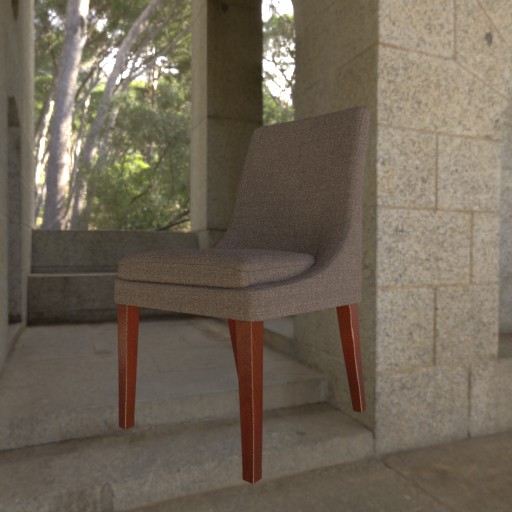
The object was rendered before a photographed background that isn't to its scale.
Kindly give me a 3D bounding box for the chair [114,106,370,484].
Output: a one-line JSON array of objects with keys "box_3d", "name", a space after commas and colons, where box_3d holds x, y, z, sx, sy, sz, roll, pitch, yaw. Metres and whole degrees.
[{"box_3d": [0.000, 0.000, 1.322, 0.508, 0.952, 0.655, 1, 2, 38], "name": "chair"}]
